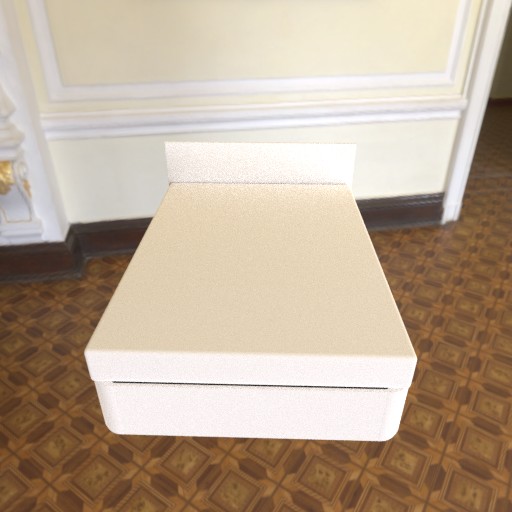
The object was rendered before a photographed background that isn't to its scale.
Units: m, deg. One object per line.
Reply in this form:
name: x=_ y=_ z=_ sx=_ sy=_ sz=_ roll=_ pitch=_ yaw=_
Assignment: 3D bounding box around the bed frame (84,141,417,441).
bed frame: x=0.000 y=0.000 z=2.638 sx=1.400 sy=0.800 sz=1.900 roll=1 pitch=31 yaw=2
